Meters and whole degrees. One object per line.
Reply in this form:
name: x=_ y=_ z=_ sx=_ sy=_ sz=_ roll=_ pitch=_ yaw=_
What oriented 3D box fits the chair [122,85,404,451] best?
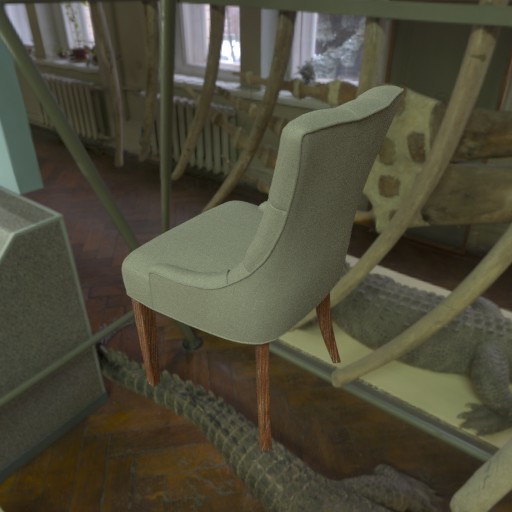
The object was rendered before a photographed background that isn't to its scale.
chair: x=0.000 y=0.000 z=1.196 sx=0.565 sy=0.874 sz=0.509 roll=21 pitch=37 yaw=31
